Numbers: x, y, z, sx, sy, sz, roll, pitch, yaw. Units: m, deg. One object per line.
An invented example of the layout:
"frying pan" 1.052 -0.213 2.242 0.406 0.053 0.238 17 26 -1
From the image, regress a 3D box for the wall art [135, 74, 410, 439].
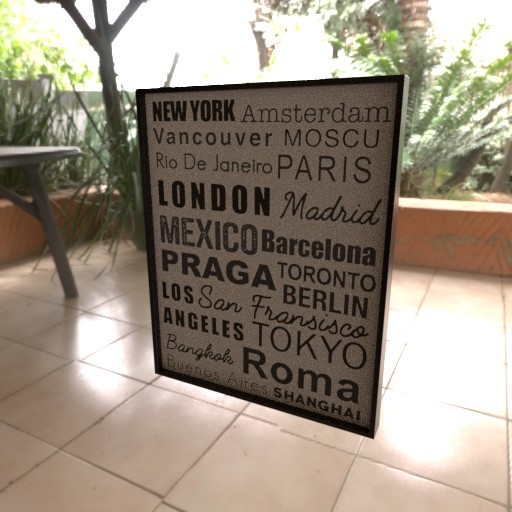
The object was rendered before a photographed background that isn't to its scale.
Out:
"wall art" 0.000 0.000 0.756 0.448 0.551 0.038 8 18 26
